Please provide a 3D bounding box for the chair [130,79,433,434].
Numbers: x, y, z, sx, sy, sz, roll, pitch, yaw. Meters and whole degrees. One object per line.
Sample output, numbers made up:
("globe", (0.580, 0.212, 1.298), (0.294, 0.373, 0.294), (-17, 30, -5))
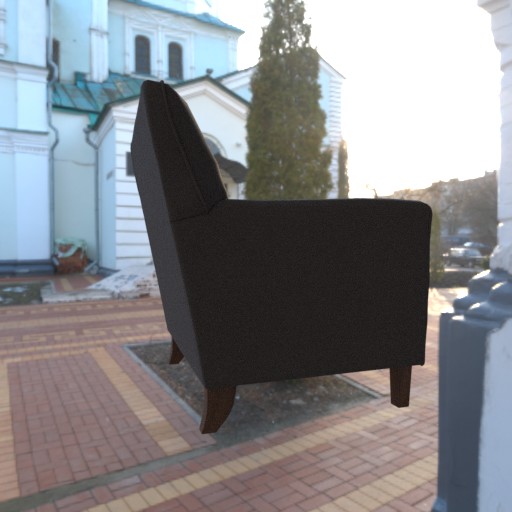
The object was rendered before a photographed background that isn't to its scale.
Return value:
("chair", (0.000, 0.000, 1.577), (0.831, 0.911, 0.836), (-1, 2, -18))
